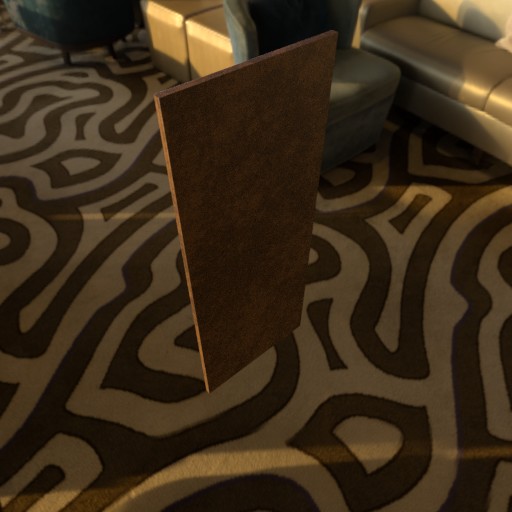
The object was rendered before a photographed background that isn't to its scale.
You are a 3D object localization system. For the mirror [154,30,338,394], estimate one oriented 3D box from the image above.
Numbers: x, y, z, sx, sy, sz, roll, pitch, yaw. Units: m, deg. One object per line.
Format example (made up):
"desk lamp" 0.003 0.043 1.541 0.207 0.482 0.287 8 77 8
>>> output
"mirror" 0.000 0.000 2.305 0.812 2.031 0.032 -32 55 -26
